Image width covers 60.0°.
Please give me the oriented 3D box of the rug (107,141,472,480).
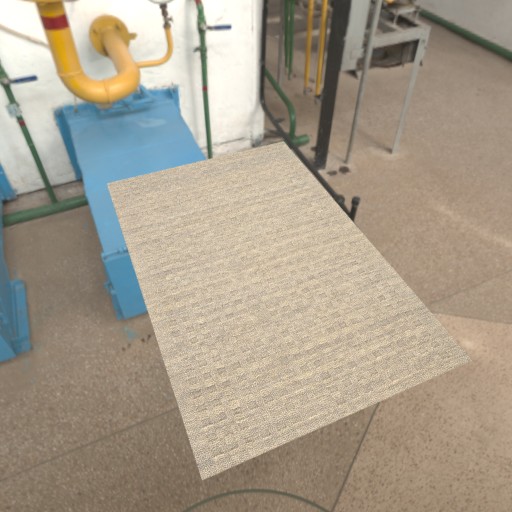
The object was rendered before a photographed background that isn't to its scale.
[{"bbox_3d":[0.000,0.000,2.186,1.142,0.006,1.752,-17,49,-16],"label":"rug"}]
